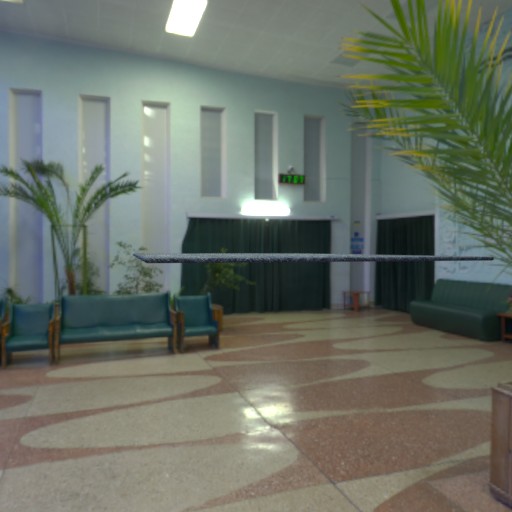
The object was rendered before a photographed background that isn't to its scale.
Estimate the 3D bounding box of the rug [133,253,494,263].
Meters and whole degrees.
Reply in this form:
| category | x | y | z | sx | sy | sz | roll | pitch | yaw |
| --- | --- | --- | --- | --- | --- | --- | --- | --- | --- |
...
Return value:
| category | x | y | z | sx | sy | sz | roll | pitch | yaw |
| --- | --- | --- | --- | --- | --- | --- | --- | --- | --- |
| rug | 0.000 | 0.000 | 2.837 | 1.478 | 0.017 | 2.330 | 0 | 1 | -17 |
